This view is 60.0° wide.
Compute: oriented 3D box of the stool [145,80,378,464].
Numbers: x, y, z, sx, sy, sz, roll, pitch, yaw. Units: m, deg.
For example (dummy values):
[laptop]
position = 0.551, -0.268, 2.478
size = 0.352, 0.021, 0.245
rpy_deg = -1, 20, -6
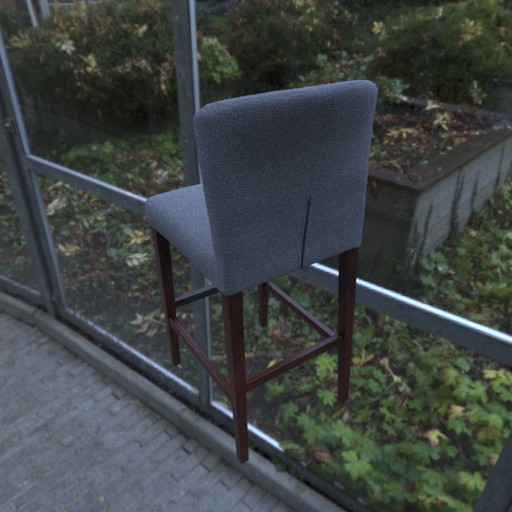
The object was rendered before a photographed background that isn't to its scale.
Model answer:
[stool]
position = 0.000, 0.000, 1.355
size = 0.486, 1.069, 0.568
rpy_deg = -19, 36, -28
